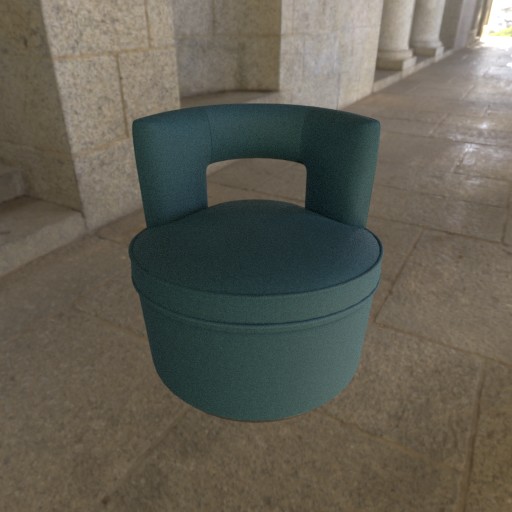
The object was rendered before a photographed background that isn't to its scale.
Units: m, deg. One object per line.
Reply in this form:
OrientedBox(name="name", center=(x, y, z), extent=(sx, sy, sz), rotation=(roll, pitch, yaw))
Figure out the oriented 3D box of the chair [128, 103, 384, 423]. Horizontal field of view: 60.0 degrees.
OrientedBox(name="chair", center=(0.000, 0.000, 1.238), extent=(0.684, 0.711, 0.660), rotation=(0, 30, 0))
